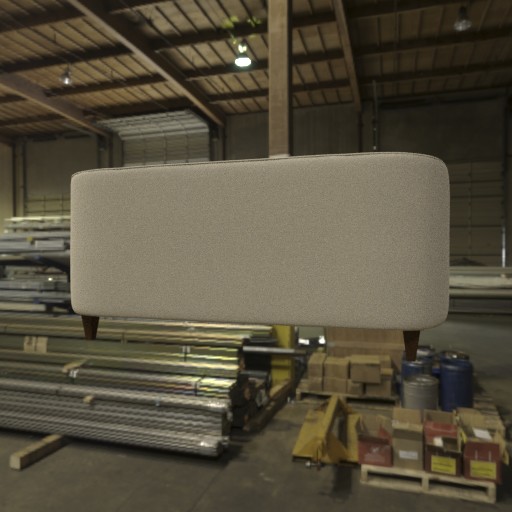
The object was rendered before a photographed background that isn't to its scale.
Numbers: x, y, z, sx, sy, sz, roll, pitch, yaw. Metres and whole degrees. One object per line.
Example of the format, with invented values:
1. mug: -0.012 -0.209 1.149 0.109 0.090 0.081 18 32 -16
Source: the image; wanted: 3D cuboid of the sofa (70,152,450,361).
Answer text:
1. sofa: 0.000 0.000 2.217 1.733 0.855 0.941 0 1 16
